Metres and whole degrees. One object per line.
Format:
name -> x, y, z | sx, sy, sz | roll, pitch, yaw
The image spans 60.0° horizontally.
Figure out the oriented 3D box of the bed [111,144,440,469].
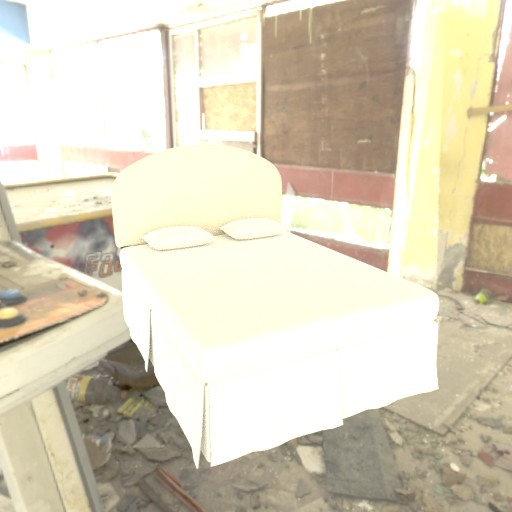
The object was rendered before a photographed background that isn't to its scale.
bed -> 0.000, 0.000, 3.054 | 1.607, 1.410, 2.005 | -9, 19, -26
